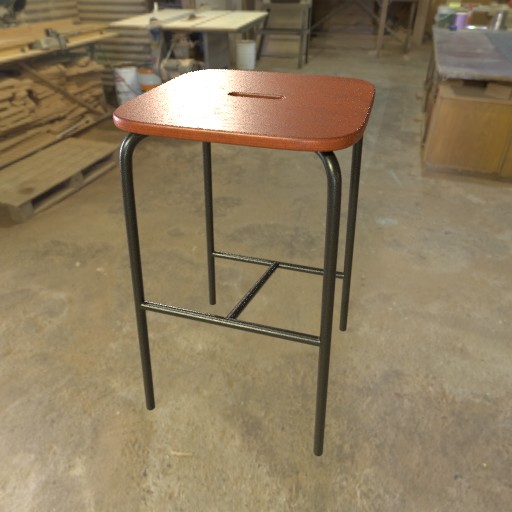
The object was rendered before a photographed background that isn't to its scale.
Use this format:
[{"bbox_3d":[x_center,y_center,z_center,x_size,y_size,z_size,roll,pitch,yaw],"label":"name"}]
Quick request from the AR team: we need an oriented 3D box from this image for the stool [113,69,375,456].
[{"bbox_3d":[0.000,0.000,0.870,0.376,0.610,0.376,10,35,14],"label":"stool"}]
